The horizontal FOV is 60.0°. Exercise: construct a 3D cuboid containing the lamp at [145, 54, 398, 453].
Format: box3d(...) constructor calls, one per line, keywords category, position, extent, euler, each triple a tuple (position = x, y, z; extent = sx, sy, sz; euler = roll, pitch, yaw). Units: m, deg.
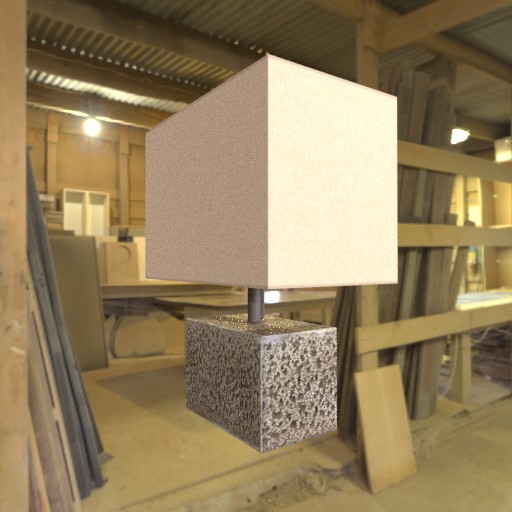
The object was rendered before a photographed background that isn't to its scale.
box3d(category="lamp", position=(0.000, 0.000, 0.563), extent=(0.180, 0.411, 0.294), euler=(0, -1, -35))
